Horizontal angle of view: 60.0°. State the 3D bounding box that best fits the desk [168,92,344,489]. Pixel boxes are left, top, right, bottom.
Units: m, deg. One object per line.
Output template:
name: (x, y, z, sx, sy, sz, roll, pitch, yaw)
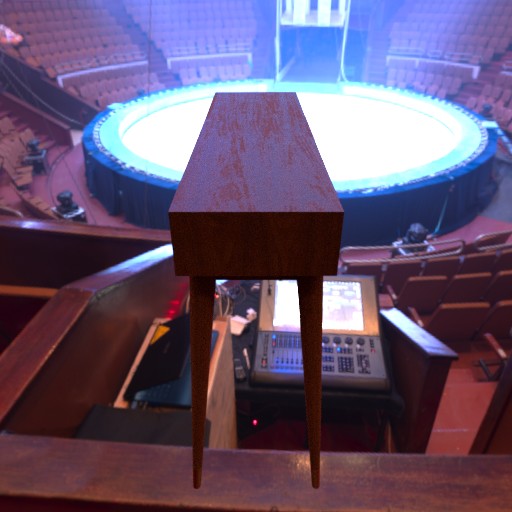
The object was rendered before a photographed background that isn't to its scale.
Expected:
desk: (0.000, 0.000, 1.617, 0.384, 0.917, 1.204, 0, 31, 0)
